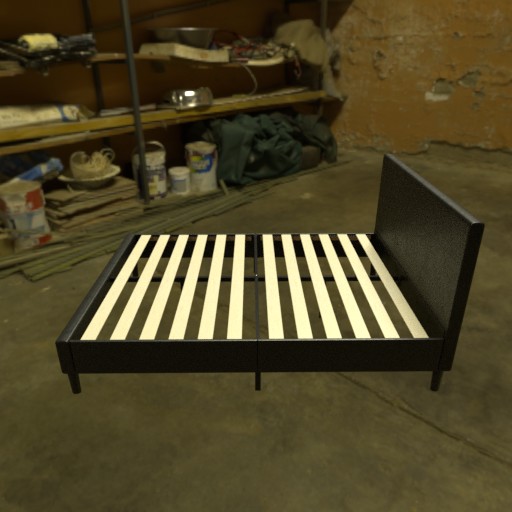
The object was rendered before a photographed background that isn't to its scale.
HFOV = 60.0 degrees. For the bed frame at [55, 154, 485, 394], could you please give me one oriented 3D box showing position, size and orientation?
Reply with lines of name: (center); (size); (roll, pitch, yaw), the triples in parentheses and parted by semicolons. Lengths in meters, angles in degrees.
bed frame: (0.000, 0.000, 3.212); (2.318, 1.127, 1.634); (0, 25, -1)
